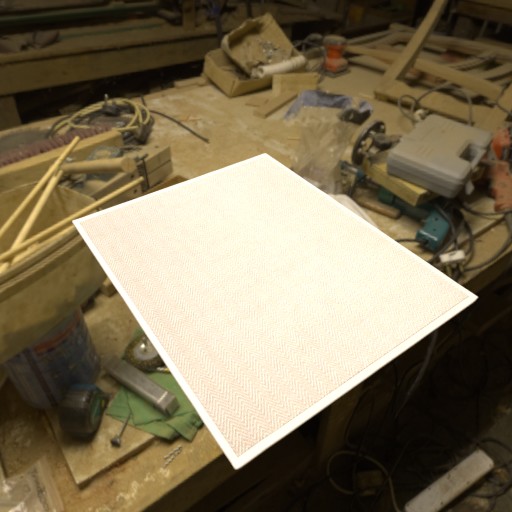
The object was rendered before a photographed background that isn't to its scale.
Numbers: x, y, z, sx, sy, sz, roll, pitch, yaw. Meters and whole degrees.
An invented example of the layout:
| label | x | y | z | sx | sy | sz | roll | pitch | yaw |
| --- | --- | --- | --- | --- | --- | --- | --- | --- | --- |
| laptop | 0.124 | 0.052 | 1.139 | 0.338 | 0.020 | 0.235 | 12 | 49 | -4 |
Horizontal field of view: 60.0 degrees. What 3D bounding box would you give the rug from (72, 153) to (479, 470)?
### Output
| label | x | y | z | sx | sy | sz | roll | pitch | yaw |
| --- | --- | --- | --- | --- | --- | --- | --- | --- | --- |
| rug | 0.000 | 0.000 | 4.071 | 2.423 | 0.019 | 3.009 | -25 | 47 | -26 |
